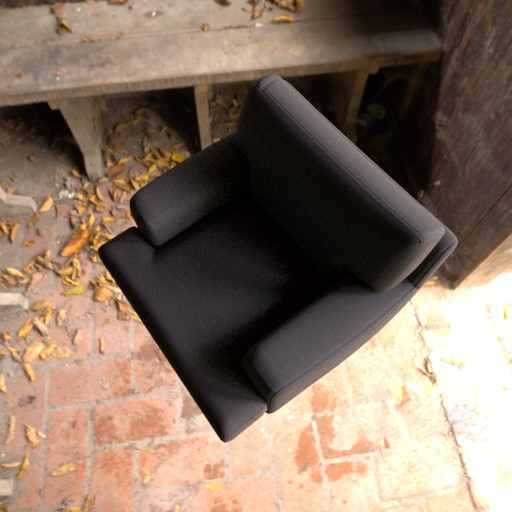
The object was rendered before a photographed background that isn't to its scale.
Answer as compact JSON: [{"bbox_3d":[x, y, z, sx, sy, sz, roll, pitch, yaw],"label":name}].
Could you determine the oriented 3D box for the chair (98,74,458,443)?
[{"bbox_3d":[0.000,0.000,2.001,1.143,0.940,1.168,-34,68,-16],"label":"chair"}]
